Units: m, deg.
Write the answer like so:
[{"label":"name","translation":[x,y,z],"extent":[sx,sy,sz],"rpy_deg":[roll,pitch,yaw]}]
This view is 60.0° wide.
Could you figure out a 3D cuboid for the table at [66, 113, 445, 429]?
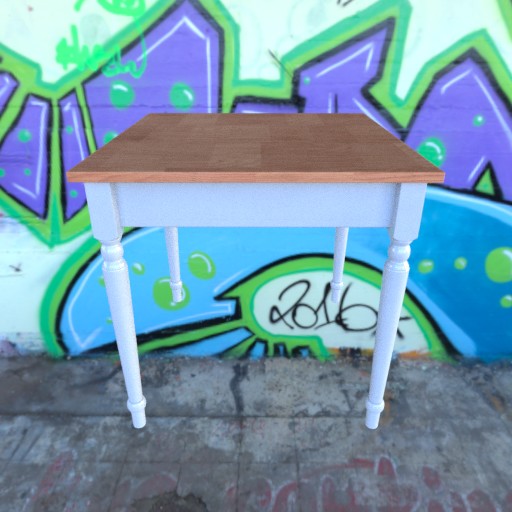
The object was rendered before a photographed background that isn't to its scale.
[{"label":"table","translation":[0.000,0.000,1.369],"extent":[0.747,0.738,0.747],"rpy_deg":[0,26,0]}]
